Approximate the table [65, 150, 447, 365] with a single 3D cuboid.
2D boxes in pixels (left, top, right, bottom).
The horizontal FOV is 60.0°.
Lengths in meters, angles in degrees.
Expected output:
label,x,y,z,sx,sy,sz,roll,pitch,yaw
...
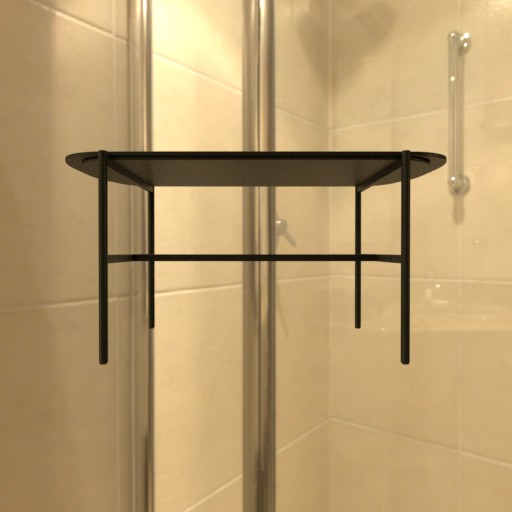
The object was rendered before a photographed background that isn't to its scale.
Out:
label,x,y,z,sx,sy,sz,roll,pitch,yaw
table,0.000,0.000,1.019,0.800,0.400,0.400,0,1,0
